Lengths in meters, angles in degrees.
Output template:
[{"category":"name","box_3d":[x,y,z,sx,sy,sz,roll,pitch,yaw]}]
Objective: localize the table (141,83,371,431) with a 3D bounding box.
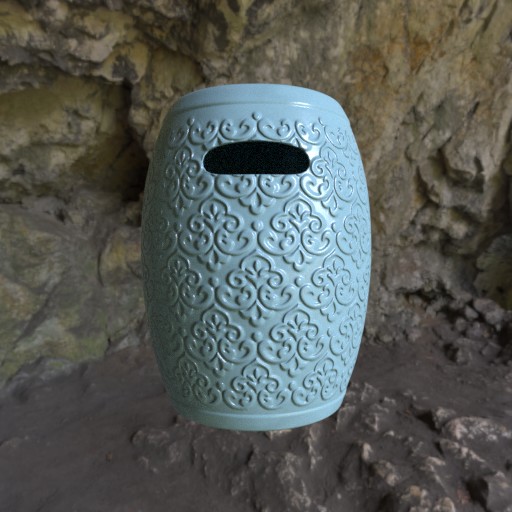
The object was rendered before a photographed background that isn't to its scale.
[{"category":"table","box_3d":[0.000,0.000,0.615,0.309,0.397,0.309,0,2,0]}]
